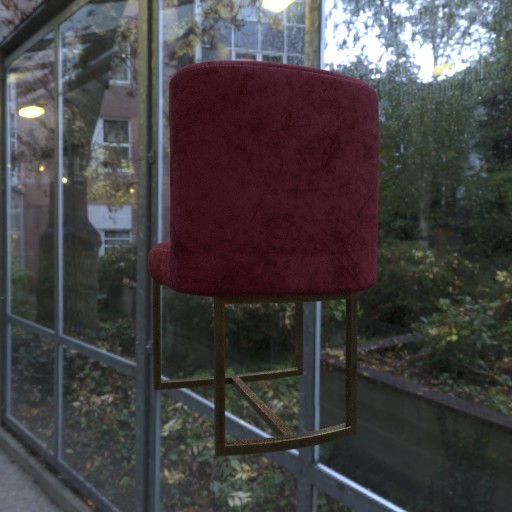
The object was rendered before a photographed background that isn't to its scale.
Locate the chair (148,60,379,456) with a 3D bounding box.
[{"bbox_3d":[0.000,0.000,1.189,0.530,0.824,0.560,-1,2,-19],"label":"chair"}]
